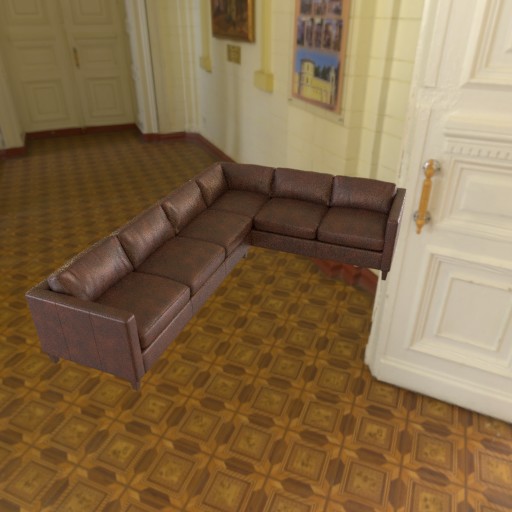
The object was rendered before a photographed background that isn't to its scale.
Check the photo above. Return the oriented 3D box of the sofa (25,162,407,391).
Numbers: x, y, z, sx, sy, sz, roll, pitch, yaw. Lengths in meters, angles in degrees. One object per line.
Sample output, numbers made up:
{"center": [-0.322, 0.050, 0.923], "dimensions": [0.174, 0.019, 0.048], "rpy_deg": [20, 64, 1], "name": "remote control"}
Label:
{"center": [0.000, 0.000, 4.261], "dimensions": [2.438, 0.836, 3.152], "rpy_deg": [11, 32, 18], "name": "sofa"}
